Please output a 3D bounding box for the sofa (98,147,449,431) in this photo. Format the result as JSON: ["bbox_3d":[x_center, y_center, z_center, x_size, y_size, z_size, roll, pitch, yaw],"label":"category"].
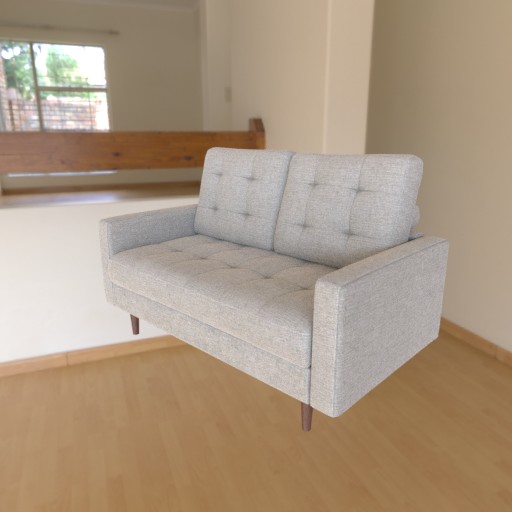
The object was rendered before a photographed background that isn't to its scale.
[{"bbox_3d":[0.000,0.000,1.988,1.407,0.907,0.842,15,21,42],"label":"sofa"}]
